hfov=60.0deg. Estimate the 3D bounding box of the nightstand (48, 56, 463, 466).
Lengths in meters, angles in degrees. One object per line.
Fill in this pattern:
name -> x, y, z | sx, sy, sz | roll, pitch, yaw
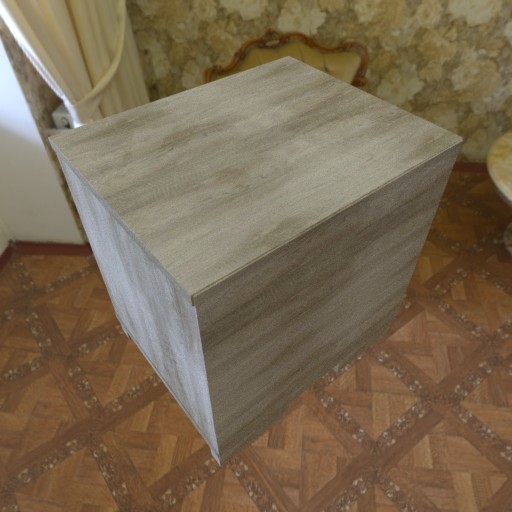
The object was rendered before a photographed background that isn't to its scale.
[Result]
nightstand -> 0.000, 0.000, 0.745 | 0.427, 0.448, 0.347 | -30, 53, -26
